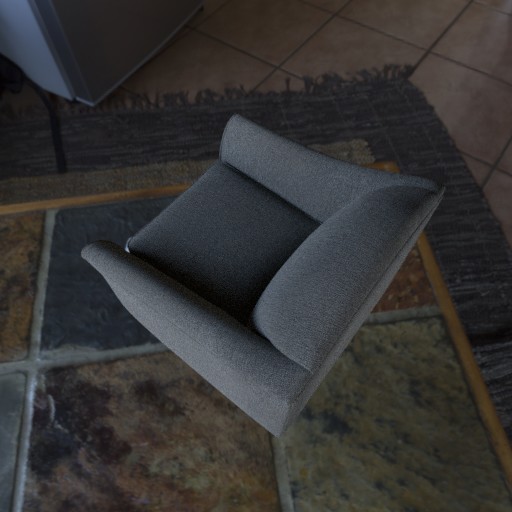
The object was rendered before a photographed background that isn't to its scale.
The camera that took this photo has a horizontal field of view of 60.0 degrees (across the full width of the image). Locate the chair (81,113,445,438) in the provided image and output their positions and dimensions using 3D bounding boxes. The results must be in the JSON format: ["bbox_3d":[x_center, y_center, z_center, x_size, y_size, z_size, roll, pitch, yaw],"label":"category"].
[{"bbox_3d":[0.000,0.000,1.470,0.787,0.839,0.763,34,66,18],"label":"chair"}]
